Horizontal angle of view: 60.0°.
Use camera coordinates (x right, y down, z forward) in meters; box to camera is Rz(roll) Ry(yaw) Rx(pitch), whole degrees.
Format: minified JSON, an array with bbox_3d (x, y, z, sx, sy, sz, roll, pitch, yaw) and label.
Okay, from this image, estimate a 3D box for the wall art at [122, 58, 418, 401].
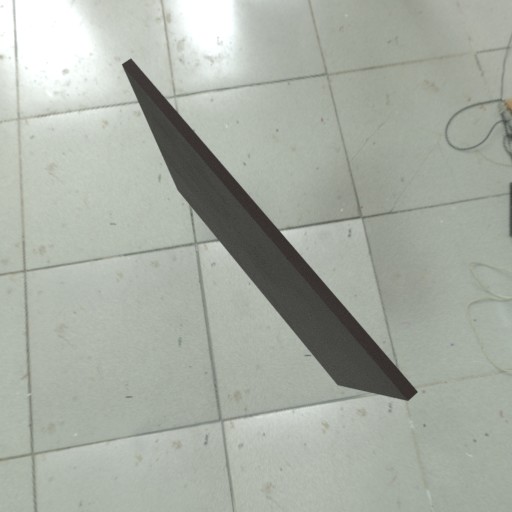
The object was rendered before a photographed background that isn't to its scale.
[{"bbox_3d":[0.000,0.000,1.646,0.034,0.952,1.207,-38,79,-9],"label":"wall art"}]
